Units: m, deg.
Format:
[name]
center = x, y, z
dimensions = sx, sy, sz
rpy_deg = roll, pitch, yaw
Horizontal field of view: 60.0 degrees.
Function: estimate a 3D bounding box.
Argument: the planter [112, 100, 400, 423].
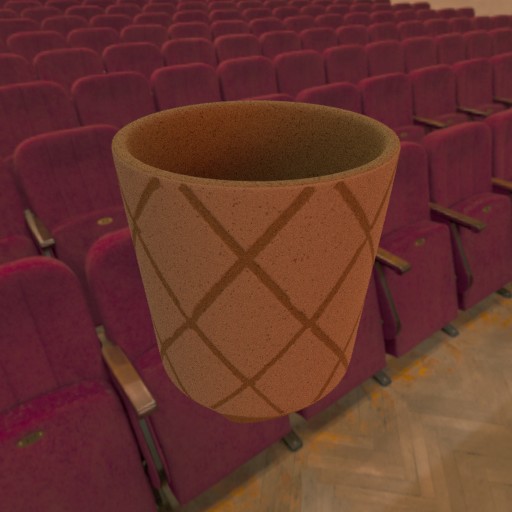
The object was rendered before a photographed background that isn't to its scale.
[planter]
center = 0.000, 0.000, 0.354
dimensions = 0.191, 0.199, 0.191
rpy_deg = 0, 32, 0
